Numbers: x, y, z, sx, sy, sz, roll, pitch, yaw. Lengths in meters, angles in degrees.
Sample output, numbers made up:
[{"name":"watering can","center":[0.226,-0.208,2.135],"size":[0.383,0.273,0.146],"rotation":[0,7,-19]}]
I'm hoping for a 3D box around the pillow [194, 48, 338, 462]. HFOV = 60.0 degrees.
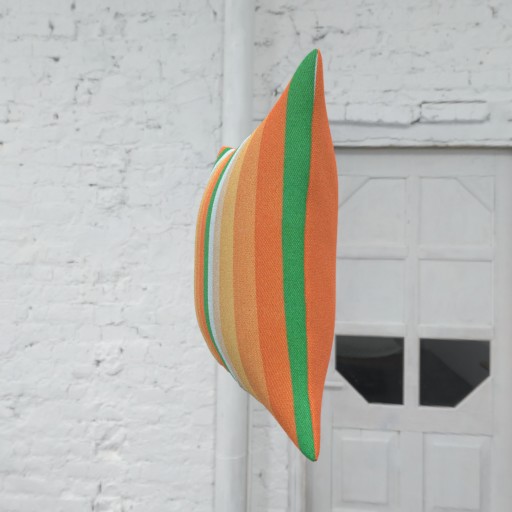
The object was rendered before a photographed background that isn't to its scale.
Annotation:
[{"name":"pillow","center":[0.000,0.000,0.688],"size":[0.169,0.444,0.453],"rotation":[0,0,-17]}]
